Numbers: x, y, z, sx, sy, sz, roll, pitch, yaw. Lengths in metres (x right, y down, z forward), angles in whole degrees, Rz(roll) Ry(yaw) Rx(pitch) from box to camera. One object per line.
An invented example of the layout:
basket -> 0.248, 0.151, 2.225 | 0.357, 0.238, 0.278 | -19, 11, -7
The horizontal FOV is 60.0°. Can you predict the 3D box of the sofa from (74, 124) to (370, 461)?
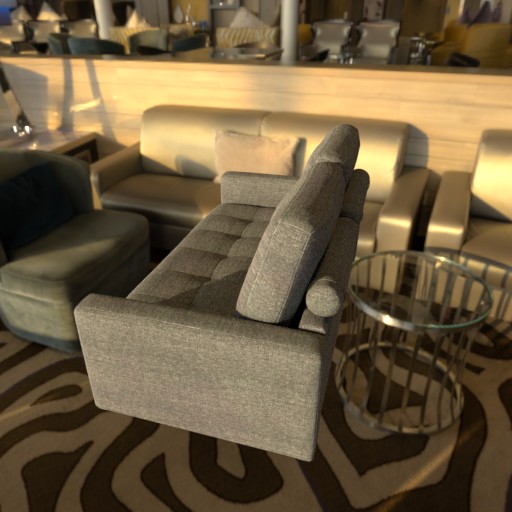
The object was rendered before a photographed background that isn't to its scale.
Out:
sofa -> 0.000, 0.000, 1.906 | 0.842, 0.907, 1.407 | 8, 30, 14
